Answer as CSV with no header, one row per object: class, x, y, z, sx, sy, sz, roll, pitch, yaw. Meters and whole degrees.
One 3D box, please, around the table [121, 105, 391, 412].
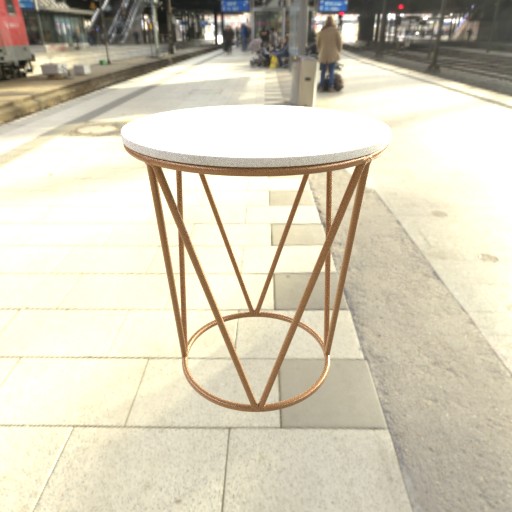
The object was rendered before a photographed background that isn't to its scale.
table,0.000,0.000,0.975,0.500,0.564,0.500,0,27,0
